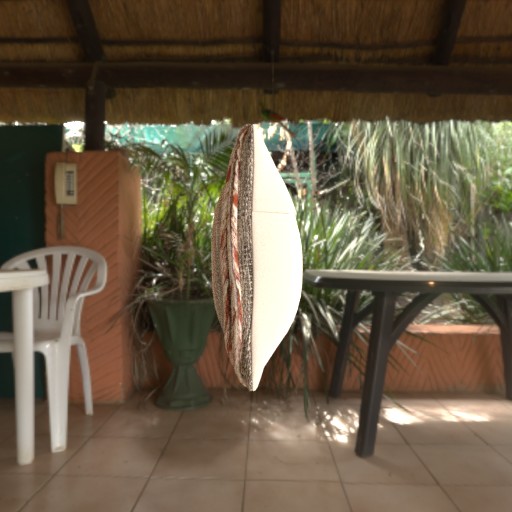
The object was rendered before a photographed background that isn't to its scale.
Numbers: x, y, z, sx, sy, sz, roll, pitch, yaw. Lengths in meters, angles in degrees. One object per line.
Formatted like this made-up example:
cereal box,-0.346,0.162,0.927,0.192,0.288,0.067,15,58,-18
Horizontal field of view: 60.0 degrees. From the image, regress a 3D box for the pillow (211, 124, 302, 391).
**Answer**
pillow,0.000,0.000,0.763,0.139,0.282,0.635,0,0,0
